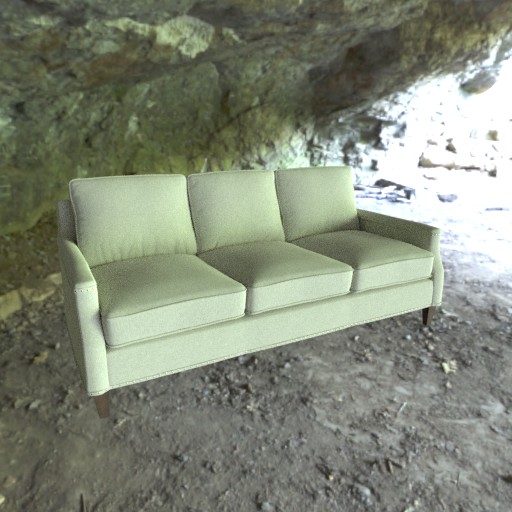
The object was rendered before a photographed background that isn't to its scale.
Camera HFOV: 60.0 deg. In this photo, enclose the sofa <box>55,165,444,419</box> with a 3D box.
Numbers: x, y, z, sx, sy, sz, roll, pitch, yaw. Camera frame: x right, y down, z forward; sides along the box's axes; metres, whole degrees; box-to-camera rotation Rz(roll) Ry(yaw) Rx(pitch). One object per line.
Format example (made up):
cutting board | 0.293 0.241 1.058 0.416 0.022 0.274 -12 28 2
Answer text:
sofa | 0.000 0.000 2.778 2.246 1.003 1.084 -8 18 -27
